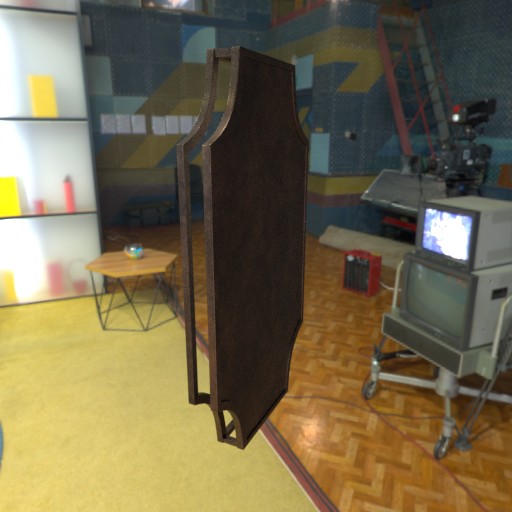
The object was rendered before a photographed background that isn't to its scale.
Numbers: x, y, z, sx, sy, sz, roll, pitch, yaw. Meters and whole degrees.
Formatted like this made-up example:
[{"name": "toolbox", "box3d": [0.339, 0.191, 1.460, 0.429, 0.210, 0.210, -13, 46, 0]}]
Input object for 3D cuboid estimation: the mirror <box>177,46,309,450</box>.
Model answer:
[{"name": "mirror", "box3d": [0.000, 0.000, 0.984, 0.066, 0.811, 0.462, 8, 17, 25]}]
